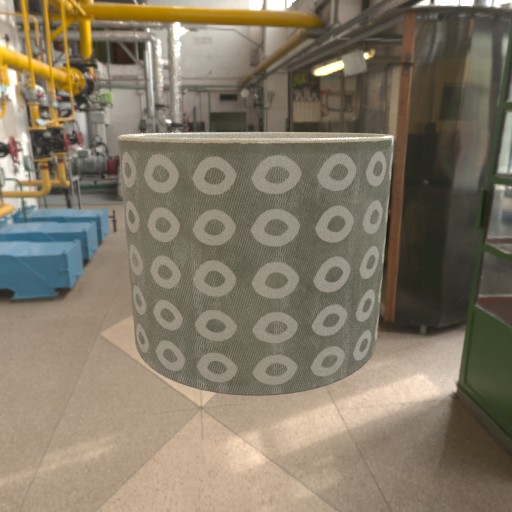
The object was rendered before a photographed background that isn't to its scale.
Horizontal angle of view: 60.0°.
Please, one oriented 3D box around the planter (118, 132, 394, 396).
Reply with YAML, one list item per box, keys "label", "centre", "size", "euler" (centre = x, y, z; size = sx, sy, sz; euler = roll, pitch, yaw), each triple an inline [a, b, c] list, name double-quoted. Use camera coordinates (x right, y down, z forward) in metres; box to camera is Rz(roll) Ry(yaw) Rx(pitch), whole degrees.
- label: "planter"
  centre: [0.000, 0.000, 0.343]
  size: [0.190, 0.181, 0.190]
  euler: [0, 17, 0]
